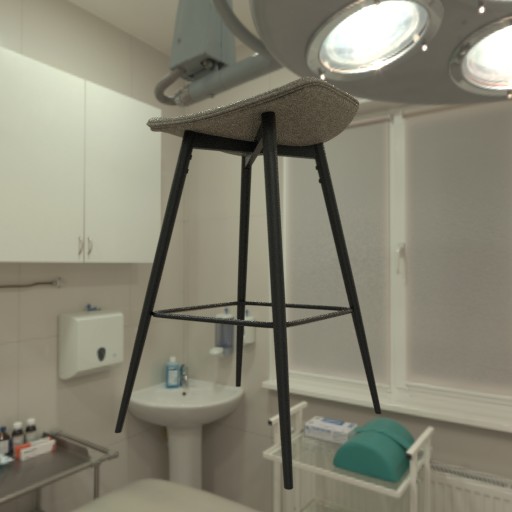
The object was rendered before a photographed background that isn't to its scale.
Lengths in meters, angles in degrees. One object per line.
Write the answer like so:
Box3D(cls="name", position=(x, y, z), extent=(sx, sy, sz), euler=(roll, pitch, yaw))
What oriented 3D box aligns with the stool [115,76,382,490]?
Box3D(cls="stool", position=(0.000, 0.000, 1.094), extent=(0.469, 0.814, 0.480), euler=(-1, -1, 34))
